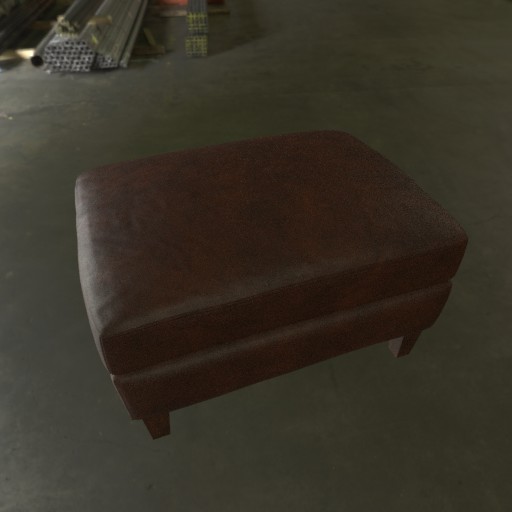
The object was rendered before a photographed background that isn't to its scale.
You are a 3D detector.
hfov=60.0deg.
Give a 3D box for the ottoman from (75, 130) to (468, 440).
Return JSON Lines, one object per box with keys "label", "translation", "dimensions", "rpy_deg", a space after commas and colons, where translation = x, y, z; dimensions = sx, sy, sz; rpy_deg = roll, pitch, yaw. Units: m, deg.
{"label": "ottoman", "translation": [0.000, 0.000, 1.248], "dimensions": [0.887, 0.527, 0.659], "rpy_deg": [-13, 42, -15]}
